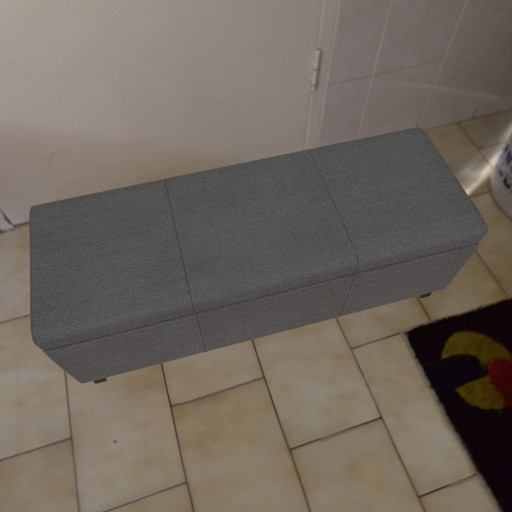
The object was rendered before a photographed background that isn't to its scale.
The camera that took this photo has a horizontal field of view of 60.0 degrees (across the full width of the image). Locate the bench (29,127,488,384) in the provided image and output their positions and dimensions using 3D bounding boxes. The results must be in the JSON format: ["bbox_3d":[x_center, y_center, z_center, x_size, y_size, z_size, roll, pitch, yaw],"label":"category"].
[{"bbox_3d":[0.000,0.000,1.433,1.269,0.438,0.446,-13,59,-8],"label":"bench"}]
